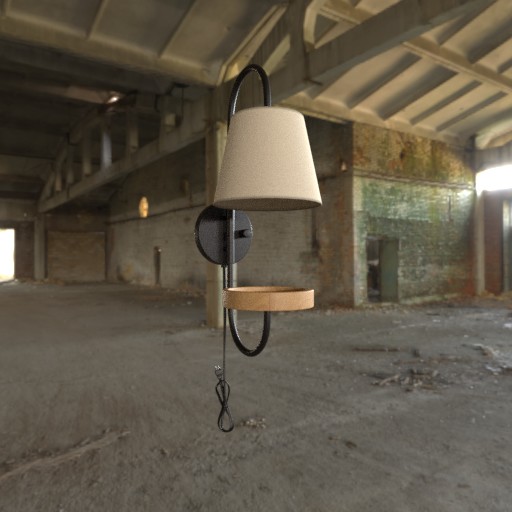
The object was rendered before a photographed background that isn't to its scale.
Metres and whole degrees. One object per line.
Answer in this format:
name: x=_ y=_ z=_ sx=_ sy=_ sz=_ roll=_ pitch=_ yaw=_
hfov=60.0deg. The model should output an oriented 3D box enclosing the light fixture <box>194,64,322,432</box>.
light fixture: x=0.000 y=0.000 z=0.932 sx=0.220 sy=0.821 sz=0.299 roll=0 pitch=-1 yaw=-36
